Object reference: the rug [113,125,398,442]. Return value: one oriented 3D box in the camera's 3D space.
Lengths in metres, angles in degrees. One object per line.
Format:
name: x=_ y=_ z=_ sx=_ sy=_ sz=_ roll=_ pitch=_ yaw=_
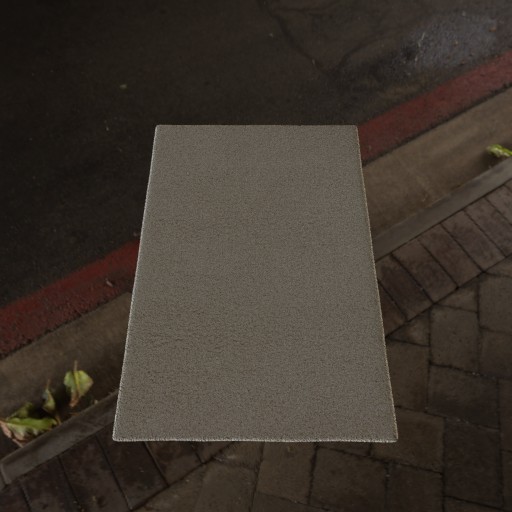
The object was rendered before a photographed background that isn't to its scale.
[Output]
rug: x=0.000 y=0.000 z=2.295 sx=1.219 sy=0.030 sz=1.778 roll=0 pitch=63 yaw=0
